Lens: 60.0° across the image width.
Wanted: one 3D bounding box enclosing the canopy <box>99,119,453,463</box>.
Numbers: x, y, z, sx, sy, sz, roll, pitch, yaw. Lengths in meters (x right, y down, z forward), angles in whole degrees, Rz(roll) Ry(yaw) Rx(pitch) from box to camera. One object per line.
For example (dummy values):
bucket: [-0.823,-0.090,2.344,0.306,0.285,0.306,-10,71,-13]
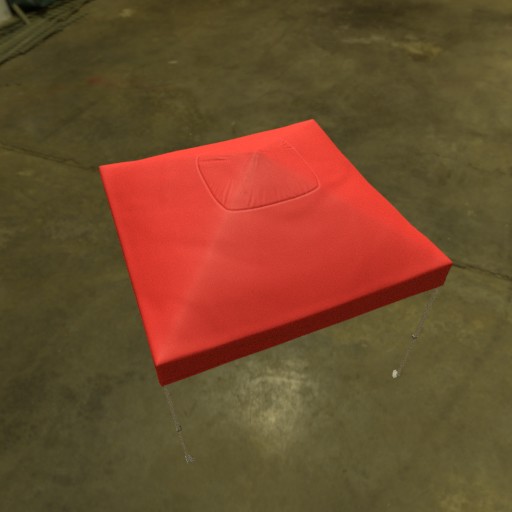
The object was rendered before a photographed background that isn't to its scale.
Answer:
canopy: [0.000,0.000,5.442,2.998,2.997,2.996,-17,49,-15]
